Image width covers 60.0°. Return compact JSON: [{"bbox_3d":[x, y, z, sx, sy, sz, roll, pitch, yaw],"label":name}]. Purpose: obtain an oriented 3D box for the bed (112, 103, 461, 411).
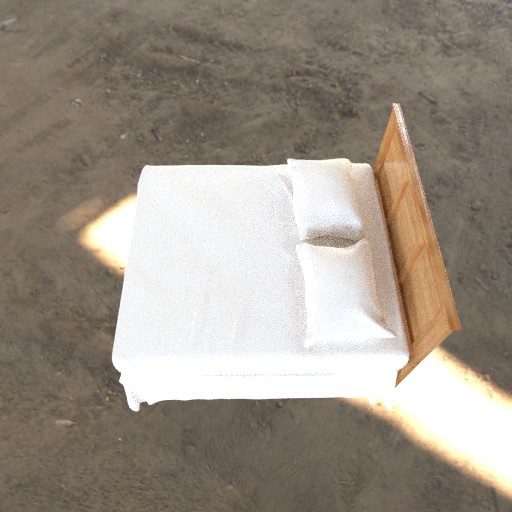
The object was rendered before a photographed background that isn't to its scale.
[{"bbox_3d":[0.000,0.000,3.139,2.035,1.273,1.870,-1,58,0],"label":"bed"}]
